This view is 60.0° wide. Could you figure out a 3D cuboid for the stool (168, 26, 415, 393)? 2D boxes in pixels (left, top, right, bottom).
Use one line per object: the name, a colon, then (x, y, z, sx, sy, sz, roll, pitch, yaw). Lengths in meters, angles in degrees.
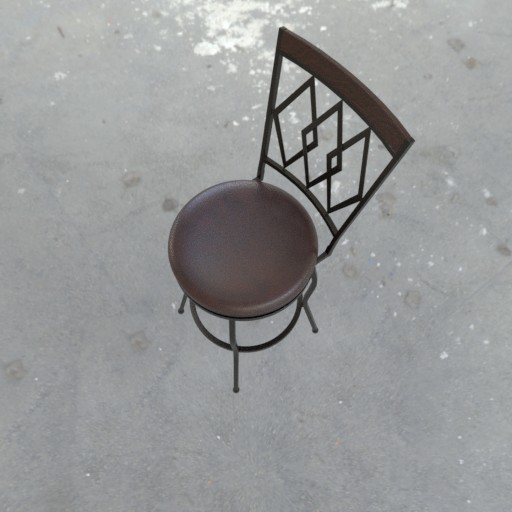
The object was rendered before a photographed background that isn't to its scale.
stool: (0.000, 0.000, 1.376, 0.521, 1.134, 0.432, -34, 68, -15)
